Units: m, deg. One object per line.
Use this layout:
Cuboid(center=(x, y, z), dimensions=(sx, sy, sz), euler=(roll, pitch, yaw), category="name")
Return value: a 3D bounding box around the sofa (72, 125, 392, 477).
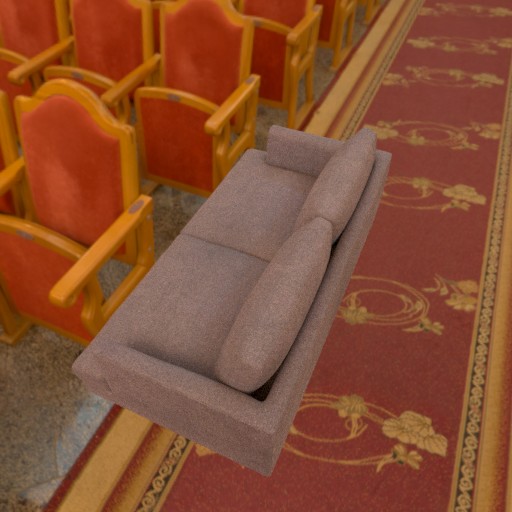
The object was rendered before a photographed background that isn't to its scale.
Cuboid(center=(0.000, 0.000, 2.486), dimensions=(1.020, 0.868, 1.948), euler=(18, 50, 16), category="sofa")
